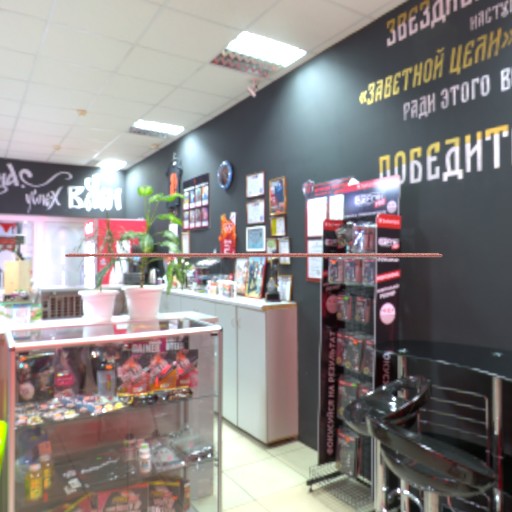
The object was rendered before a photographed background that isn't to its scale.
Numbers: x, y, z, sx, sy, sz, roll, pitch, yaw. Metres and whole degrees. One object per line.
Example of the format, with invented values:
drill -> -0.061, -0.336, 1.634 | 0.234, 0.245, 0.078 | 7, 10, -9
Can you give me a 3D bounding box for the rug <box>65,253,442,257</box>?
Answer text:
rug -> 0.000, 0.000, 2.344 | 1.219, 0.012, 1.839 | 0, 0, 1
